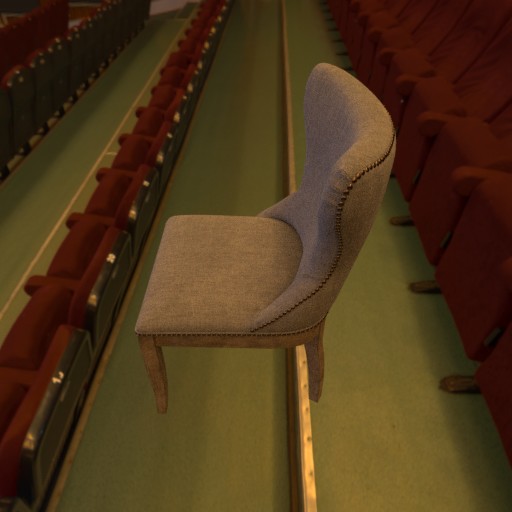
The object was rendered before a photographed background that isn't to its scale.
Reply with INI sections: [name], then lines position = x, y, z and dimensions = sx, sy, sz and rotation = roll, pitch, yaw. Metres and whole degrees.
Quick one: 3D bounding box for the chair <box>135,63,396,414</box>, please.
[chair]
position = 0.000, 0.000, 1.407
dimensions = 0.681, 1.002, 0.654
rotation = 1, 41, 1
